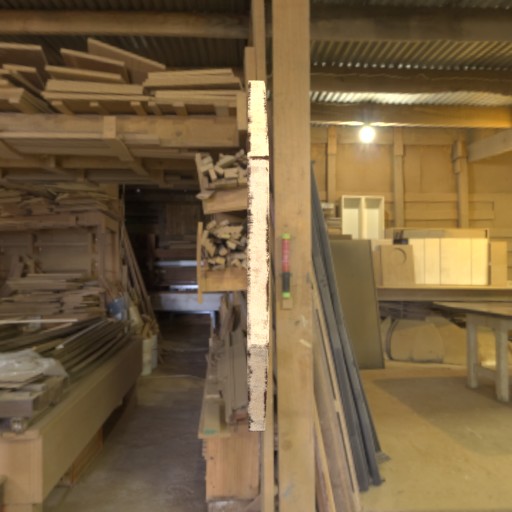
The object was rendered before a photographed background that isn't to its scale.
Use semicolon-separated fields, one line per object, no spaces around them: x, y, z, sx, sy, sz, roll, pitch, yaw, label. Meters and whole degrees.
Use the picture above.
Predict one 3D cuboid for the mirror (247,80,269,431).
0.000;0.000;0.951;0.031;0.648;0.648;0;-1;-1;mirror
